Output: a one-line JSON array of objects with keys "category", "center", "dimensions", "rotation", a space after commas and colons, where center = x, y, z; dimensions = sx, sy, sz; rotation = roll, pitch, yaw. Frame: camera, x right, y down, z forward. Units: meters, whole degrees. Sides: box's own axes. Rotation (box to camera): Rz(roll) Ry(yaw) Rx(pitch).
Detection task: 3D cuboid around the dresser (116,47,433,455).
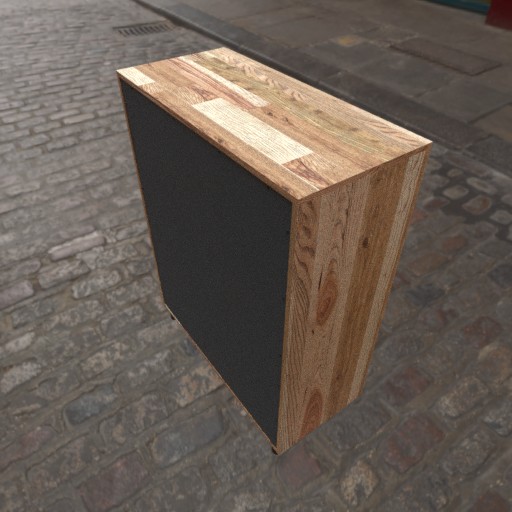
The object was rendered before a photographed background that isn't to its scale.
[{"category": "dresser", "center": [0.000, 0.000, 1.730], "dimensions": [0.480, 1.243, 0.966], "rotation": [-25, 47, -26]}]
